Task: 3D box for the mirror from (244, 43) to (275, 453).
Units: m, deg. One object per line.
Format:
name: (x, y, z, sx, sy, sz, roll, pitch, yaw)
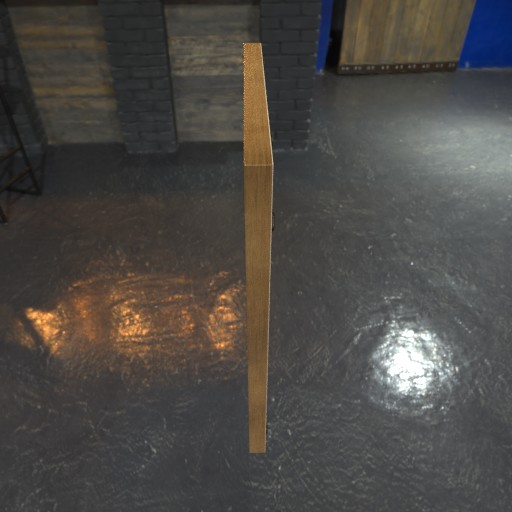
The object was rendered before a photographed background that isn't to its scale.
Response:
mirror: (0.000, 0.000, 0.941, 0.039, 0.711, 0.508, -1, 40, -1)
